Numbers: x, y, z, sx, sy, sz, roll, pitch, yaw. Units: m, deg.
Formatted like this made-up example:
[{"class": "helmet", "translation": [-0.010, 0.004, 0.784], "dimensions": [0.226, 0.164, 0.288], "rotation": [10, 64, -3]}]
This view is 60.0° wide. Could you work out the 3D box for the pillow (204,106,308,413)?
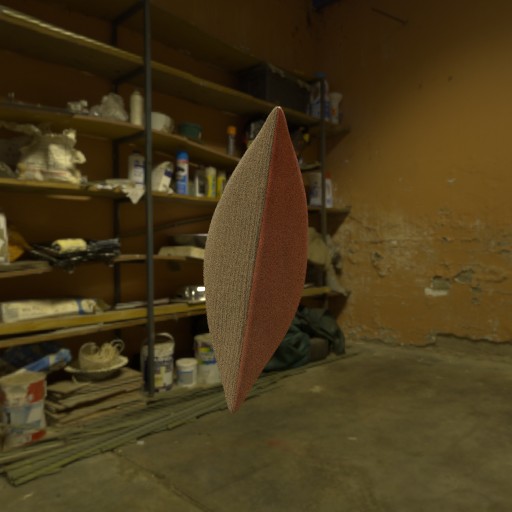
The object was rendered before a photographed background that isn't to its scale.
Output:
[{"class": "pillow", "translation": [0.000, 0.000, 0.742], "dimensions": [0.155, 0.307, 0.608], "rotation": [0, 1, 0]}]
